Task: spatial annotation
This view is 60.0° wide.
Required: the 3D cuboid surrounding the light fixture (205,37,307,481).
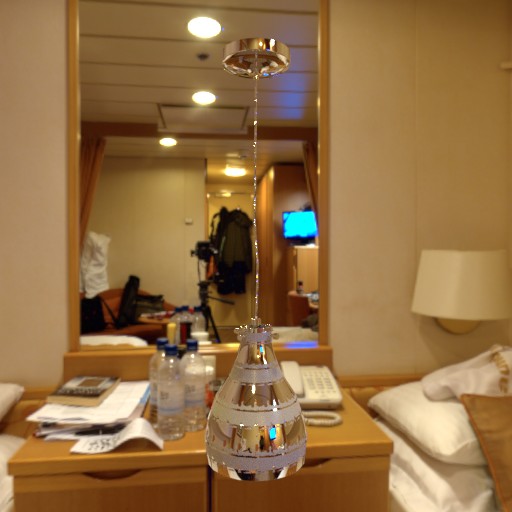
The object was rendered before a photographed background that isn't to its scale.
[{"bbox_3d":[0.000,0.000,1.607,0.374,1.457,0.374,0,0,37],"label":"light fixture"}]
